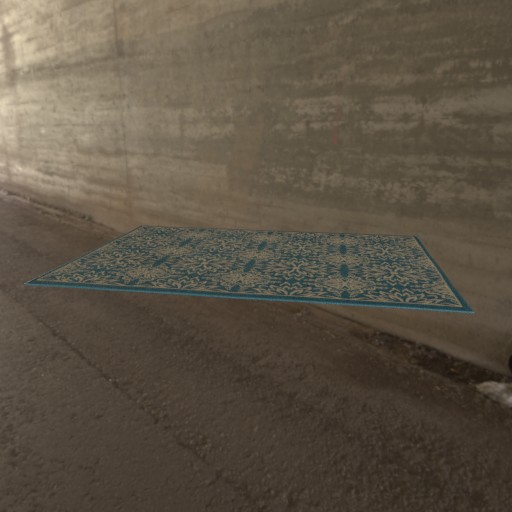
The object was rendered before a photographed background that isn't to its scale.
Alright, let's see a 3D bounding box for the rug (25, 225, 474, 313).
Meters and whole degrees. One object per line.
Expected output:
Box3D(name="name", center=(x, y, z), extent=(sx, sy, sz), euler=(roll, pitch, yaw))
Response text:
Box3D(name="rug", center=(0.000, 0.000, 2.347), extent=(1.833, 0.012, 1.211), euler=(3, 16, 9))
